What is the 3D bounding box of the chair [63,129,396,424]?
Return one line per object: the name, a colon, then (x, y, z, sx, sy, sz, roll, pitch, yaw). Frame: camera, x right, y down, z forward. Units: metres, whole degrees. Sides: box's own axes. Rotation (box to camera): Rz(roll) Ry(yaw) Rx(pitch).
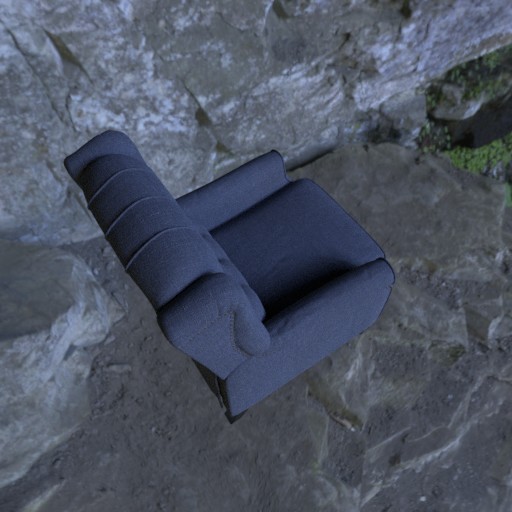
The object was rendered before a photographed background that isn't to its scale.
chair: (0.000, 0.000, 1.603, 0.898, 1.035, 0.742, -29, 60, -18)
